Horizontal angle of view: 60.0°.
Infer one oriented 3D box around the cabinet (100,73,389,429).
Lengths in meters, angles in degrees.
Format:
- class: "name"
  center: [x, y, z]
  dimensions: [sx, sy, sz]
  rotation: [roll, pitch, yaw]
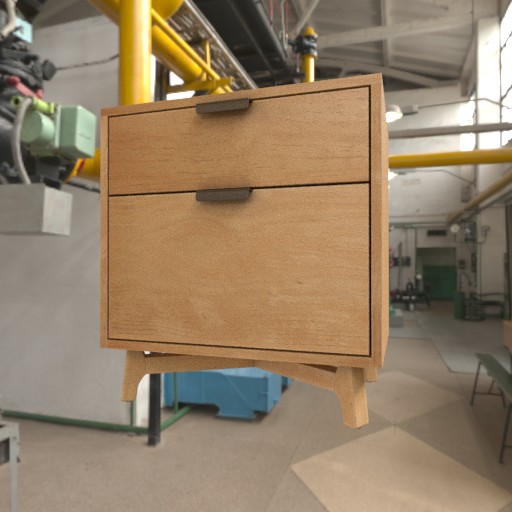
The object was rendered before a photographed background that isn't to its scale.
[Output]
- class: "cabinet"
  center: [0.000, 0.000, 0.980]
  dimensions: [0.551, 0.599, 0.394]
  rotation: [0, 0, 18]
